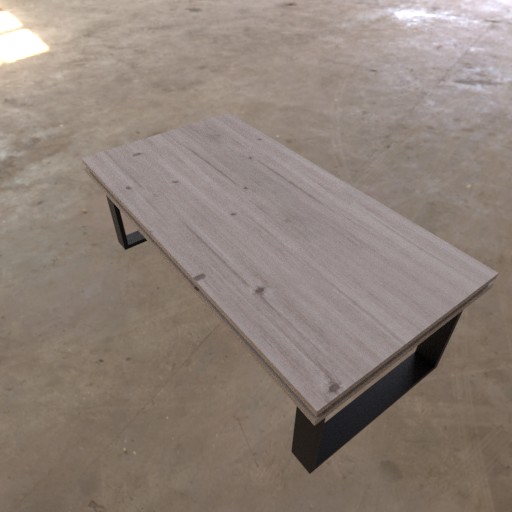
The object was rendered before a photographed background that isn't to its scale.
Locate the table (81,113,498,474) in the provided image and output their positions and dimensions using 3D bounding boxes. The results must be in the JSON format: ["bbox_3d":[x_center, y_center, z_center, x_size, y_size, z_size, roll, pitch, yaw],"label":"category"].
[{"bbox_3d":[0.000,0.000,1.647,0.700,0.450,1.350,-27,48,-27],"label":"table"}]
